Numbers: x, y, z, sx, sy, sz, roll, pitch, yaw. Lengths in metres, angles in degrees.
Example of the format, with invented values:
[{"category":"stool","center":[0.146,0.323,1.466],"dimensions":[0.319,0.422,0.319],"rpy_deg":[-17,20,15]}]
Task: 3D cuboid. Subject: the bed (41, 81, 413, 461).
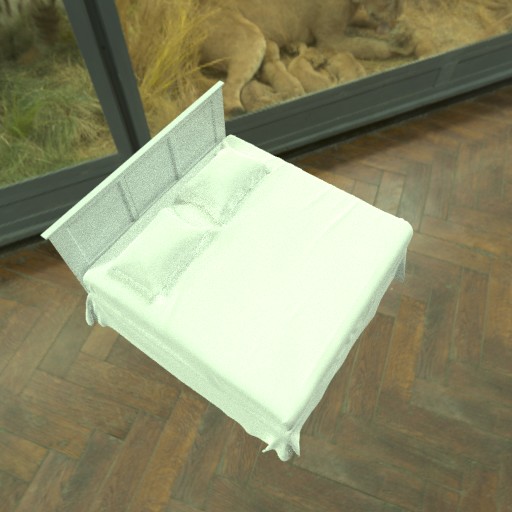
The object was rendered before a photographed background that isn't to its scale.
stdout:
[{"category":"bed","center":[0.000,0.000,3.676],"dimensions":[2.215,1.273,2.317],"rpy_deg":[31,63,18]}]
